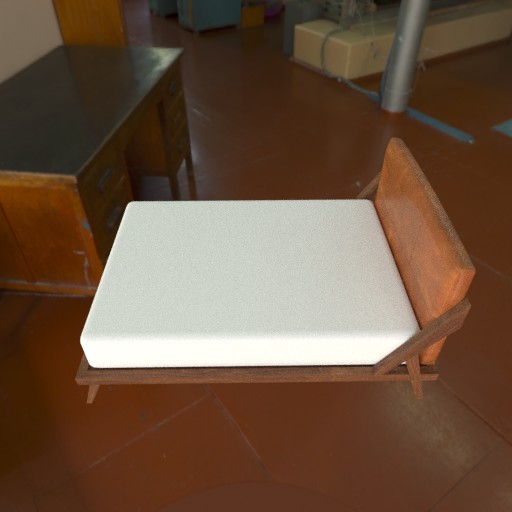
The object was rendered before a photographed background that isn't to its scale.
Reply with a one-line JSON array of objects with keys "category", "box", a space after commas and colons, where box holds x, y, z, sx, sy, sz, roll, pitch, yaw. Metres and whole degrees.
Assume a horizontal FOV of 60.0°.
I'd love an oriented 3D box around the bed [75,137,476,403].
[{"category": "bed", "box": [0.000, 0.000, 3.240, 2.311, 1.168, 1.651, -1, 41, -1]}]
